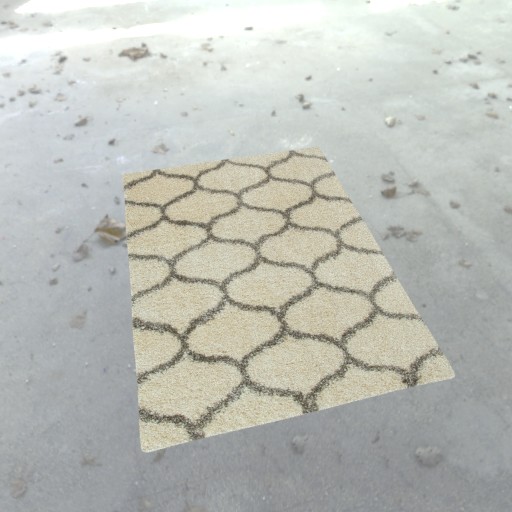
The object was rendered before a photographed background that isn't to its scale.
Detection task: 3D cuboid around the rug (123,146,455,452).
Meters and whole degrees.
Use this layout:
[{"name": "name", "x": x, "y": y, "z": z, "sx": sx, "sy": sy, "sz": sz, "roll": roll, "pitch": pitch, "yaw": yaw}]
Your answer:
[{"name": "rug", "x": 0.000, "y": 0.000, "z": 2.138, "sx": 1.200, "sy": 0.025, "sz": 1.600, "roll": -10, "pitch": 48, "yaw": -9}]
